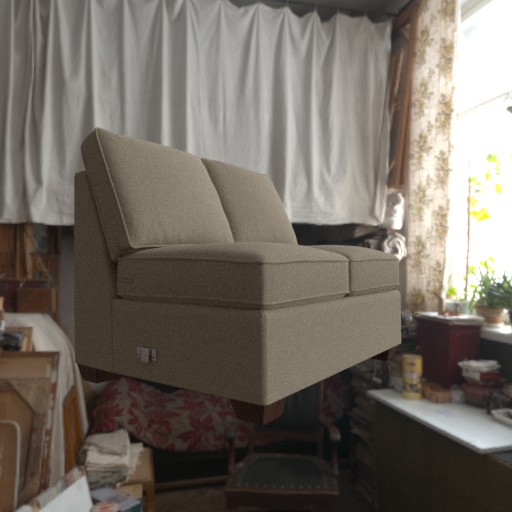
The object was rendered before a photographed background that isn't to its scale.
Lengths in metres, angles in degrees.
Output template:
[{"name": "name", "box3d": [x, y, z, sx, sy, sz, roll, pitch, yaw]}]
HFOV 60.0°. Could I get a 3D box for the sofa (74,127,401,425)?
[{"name": "sofa", "box3d": [0.000, 0.000, 2.010, 0.951, 1.008, 1.237, -1, -1, 36]}]
